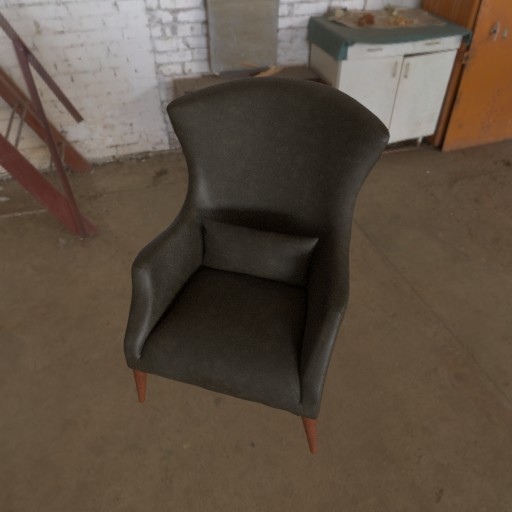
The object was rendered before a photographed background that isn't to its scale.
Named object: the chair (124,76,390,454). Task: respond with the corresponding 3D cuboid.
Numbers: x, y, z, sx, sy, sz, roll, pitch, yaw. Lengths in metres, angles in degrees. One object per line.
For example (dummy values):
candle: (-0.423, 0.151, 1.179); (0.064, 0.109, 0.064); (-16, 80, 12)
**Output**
chair: (0.000, 0.000, 1.749); (0.819, 1.068, 0.954); (12, 43, 13)
